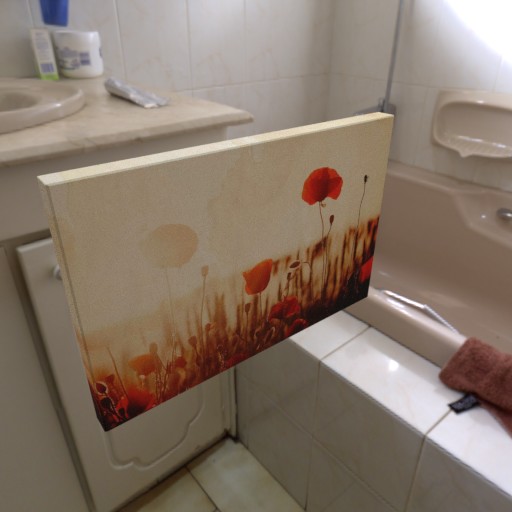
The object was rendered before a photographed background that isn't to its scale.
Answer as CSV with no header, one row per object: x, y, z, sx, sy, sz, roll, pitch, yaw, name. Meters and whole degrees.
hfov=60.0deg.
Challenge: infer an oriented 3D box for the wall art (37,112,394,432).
0.000,0.000,0.762,0.613,0.402,0.040,-20,35,-32,wall art
